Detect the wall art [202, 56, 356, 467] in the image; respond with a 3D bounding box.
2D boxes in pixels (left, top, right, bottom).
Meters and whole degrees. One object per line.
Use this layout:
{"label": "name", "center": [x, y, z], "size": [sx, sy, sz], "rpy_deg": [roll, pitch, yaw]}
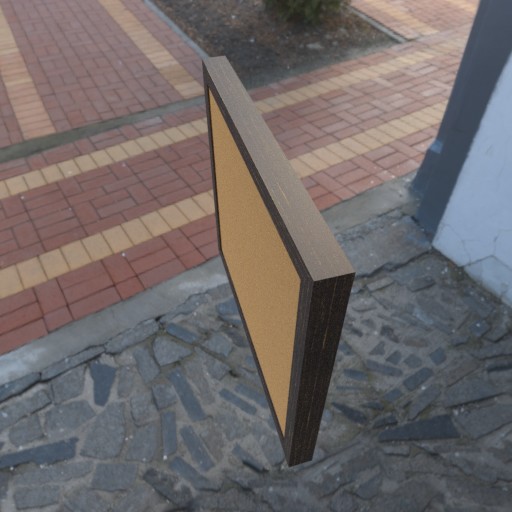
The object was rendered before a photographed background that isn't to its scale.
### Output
{"label": "wall art", "center": [0.000, 0.000, 0.537], "size": [0.031, 0.330, 0.381], "rpy_deg": [-11, 46, -11]}
